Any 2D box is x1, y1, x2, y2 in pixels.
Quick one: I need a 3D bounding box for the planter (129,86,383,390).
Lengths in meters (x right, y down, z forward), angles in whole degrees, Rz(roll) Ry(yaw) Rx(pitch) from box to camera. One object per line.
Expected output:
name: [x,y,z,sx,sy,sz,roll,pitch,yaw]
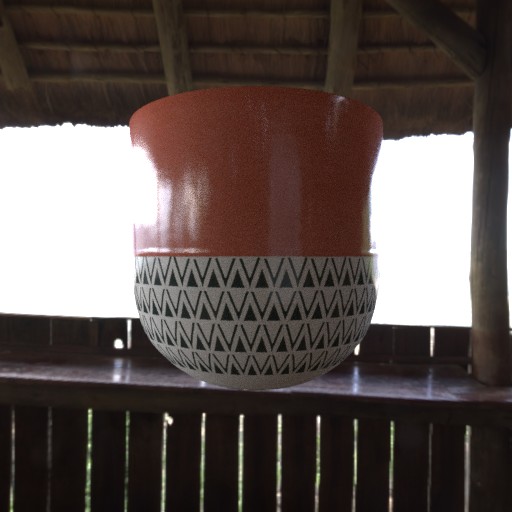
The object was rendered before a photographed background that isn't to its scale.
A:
planter: [0.000,0.000,0.483,0.266,0.270,0.266,0,0,0]
